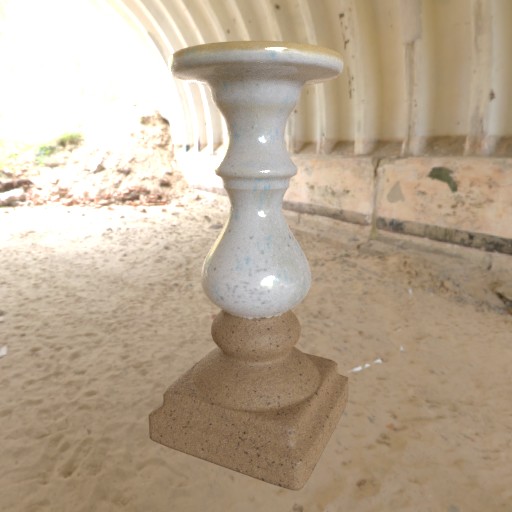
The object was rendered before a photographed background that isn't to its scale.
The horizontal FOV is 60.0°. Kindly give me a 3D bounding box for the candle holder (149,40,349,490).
[{"bbox_3d":[0.000,0.000,0.290,0.110,0.239,0.110,7,16,25],"label":"candle holder"}]
